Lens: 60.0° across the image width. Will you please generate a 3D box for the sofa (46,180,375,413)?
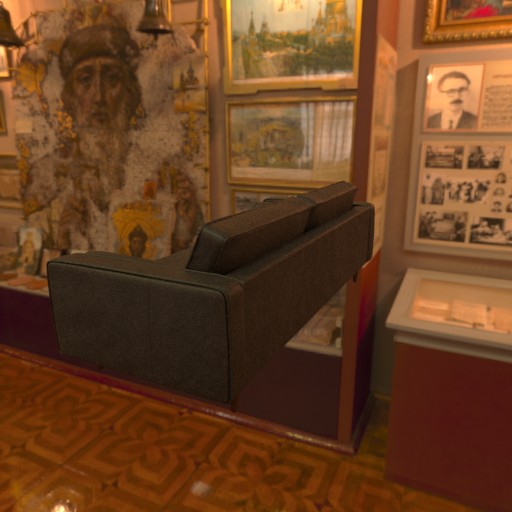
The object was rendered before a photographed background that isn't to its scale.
[{"bbox_3d":[0.000,0.000,2.632,0.914,0.762,2.210,8,17,26],"label":"sofa"}]
